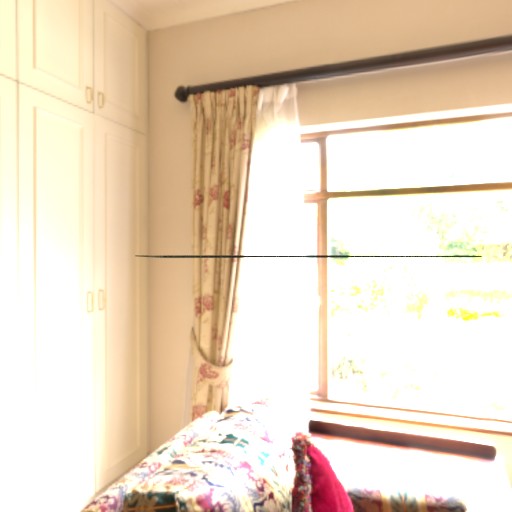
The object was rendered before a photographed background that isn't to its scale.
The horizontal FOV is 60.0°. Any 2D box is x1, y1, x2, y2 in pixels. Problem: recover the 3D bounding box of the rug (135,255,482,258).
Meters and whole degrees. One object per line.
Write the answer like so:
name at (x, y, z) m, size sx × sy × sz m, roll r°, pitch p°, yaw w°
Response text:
rug at (0.000, 0.000, 2.222) m, size 1.102 × 0.008 × 1.795 m, roll 0°, pitch 0°, yaw -18°
